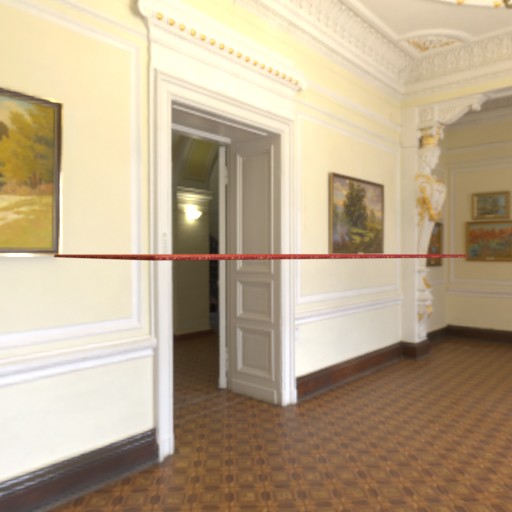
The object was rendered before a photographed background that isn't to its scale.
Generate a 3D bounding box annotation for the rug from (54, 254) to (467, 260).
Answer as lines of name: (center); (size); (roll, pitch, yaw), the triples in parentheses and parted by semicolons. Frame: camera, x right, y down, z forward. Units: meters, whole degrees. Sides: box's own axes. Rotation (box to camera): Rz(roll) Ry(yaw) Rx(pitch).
rug: (0.000, 0.000, 3.958); (2.905, 0.028, 2.340); (0, 0, -36)
